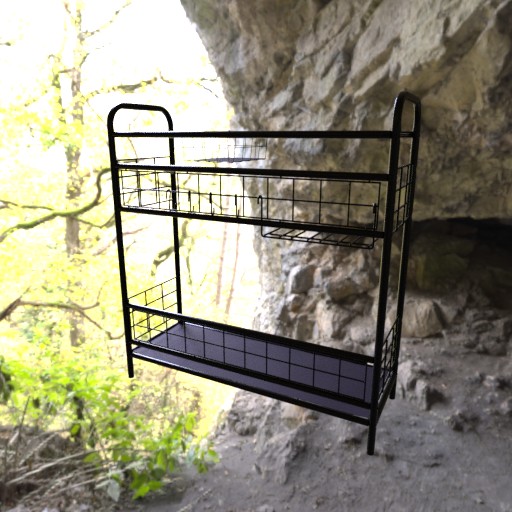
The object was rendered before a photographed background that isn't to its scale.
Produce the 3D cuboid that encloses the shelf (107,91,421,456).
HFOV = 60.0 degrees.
[{"bbox_3d":[0.000,0.000,1.535,0.961,1.026,0.350,8,17,26],"label":"shelf"}]
